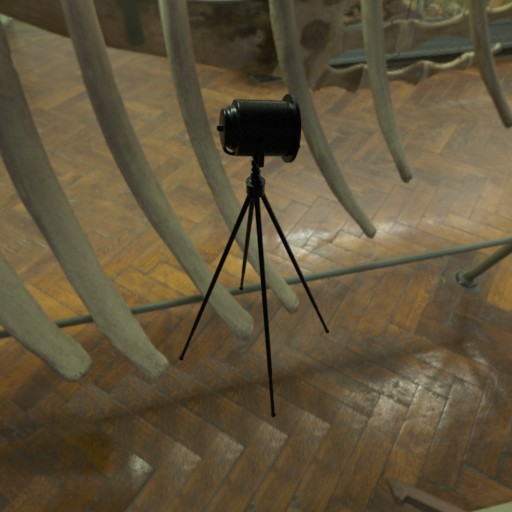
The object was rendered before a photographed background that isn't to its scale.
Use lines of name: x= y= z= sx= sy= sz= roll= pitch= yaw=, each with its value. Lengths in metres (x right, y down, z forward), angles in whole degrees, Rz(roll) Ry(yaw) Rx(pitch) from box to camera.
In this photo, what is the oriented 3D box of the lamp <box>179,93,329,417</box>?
lamp: x=0.000 y=0.000 z=2.018 sx=0.884 sy=1.504 sz=0.879 roll=-9 pitch=47 yaw=-8
